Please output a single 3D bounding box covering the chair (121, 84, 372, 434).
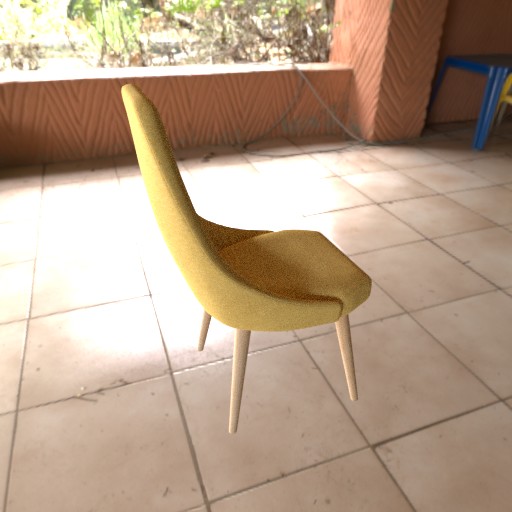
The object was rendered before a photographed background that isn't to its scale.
[{"bbox_3d":[0.000,0.000,1.404,0.660,1.040,0.510,-11,32,-18],"label":"chair"}]
